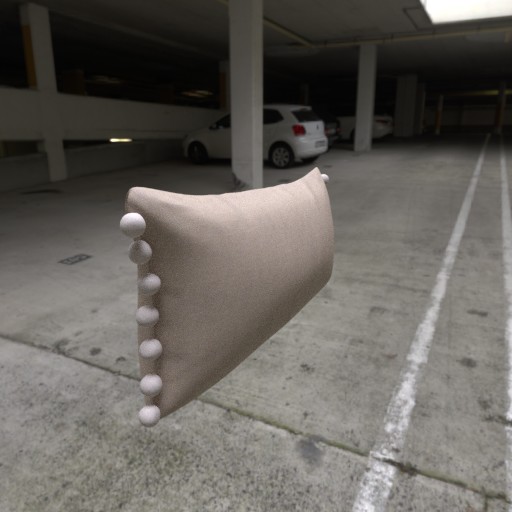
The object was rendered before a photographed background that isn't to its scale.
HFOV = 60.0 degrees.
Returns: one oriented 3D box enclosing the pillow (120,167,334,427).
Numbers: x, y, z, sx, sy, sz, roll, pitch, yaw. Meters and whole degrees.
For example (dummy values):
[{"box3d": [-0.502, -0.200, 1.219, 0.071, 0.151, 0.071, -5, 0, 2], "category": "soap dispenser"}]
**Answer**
[{"box3d": [0.000, 0.000, 0.840, 0.201, 0.322, 0.709, 8, 17, 26], "category": "pillow"}]
